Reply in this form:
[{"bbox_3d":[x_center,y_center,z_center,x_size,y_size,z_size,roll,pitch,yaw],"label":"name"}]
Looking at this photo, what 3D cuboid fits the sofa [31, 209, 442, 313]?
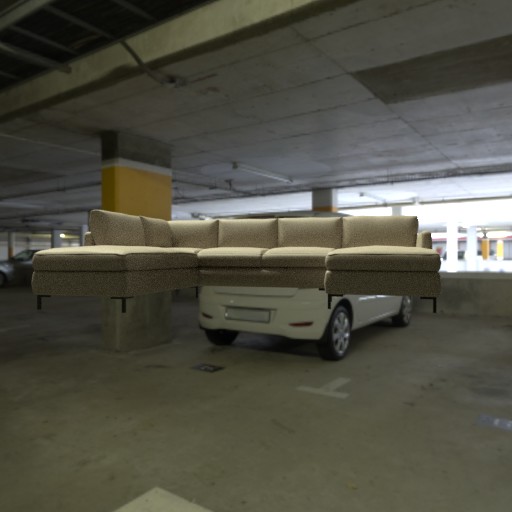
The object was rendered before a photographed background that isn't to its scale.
[{"bbox_3d":[0.000,0.000,3.585,2.737,0.756,1.879,0,0,17],"label":"sofa"}]
